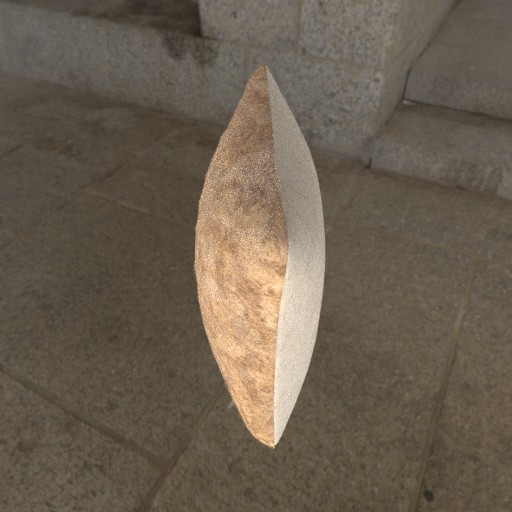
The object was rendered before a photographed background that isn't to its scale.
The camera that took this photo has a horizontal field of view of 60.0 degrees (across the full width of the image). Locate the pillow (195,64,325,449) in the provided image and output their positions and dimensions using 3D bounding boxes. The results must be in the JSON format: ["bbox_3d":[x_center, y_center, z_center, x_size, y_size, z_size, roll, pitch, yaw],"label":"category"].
[{"bbox_3d":[0.000,0.000,0.813,0.216,0.525,0.538,0,42,0],"label":"pillow"}]
